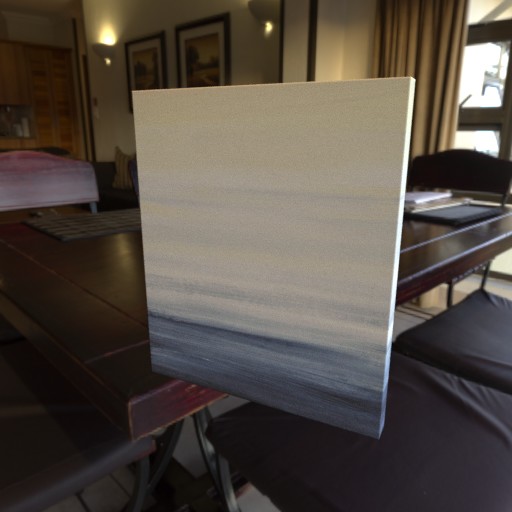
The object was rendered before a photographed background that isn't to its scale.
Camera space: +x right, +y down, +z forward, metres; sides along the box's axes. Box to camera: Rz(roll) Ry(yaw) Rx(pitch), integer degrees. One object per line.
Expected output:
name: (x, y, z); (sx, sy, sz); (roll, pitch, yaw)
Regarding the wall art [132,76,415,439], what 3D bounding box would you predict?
wall art: (0.000, 0.000, 0.710); (0.435, 0.511, 0.037); (8, 18, 26)
